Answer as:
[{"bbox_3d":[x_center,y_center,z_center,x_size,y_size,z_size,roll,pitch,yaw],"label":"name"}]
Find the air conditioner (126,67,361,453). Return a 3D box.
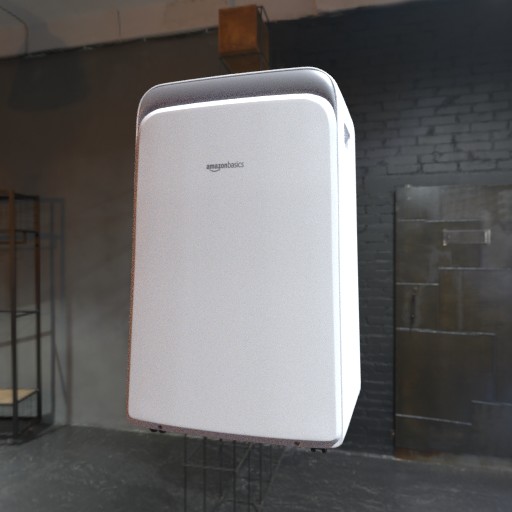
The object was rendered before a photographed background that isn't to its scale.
[{"bbox_3d":[0.000,0.000,1.063,0.478,0.765,0.467,0,0,16],"label":"air conditioner"}]
